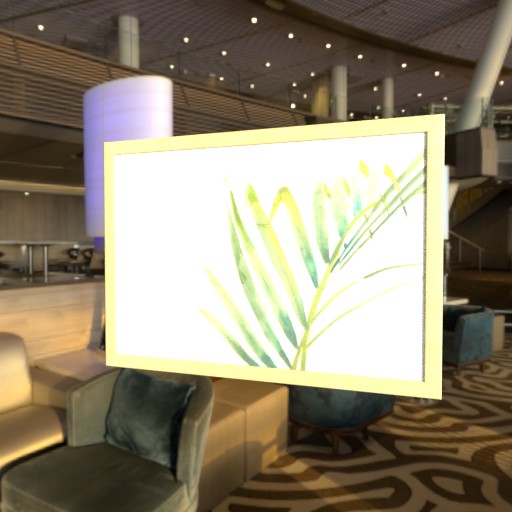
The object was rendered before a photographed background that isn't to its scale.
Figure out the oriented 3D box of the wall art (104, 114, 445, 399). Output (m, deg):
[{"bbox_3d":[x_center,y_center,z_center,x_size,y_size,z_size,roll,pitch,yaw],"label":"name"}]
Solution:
[{"bbox_3d":[0.000,0.000,0.687,0.533,0.381,0.032,1,2,18],"label":"wall art"}]
